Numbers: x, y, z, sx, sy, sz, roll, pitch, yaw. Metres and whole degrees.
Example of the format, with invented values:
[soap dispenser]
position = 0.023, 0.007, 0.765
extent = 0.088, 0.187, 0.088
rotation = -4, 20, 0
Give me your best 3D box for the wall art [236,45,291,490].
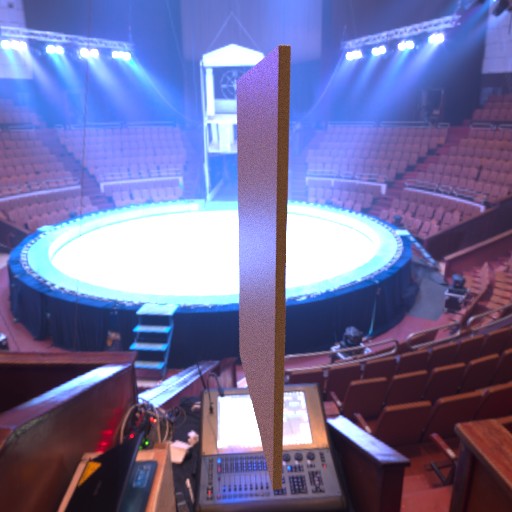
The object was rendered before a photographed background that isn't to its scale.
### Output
[wall art]
position = 0.000, 0.000, 0.612
extent = 0.011, 0.482, 0.329
rotation = -3, 17, -9
